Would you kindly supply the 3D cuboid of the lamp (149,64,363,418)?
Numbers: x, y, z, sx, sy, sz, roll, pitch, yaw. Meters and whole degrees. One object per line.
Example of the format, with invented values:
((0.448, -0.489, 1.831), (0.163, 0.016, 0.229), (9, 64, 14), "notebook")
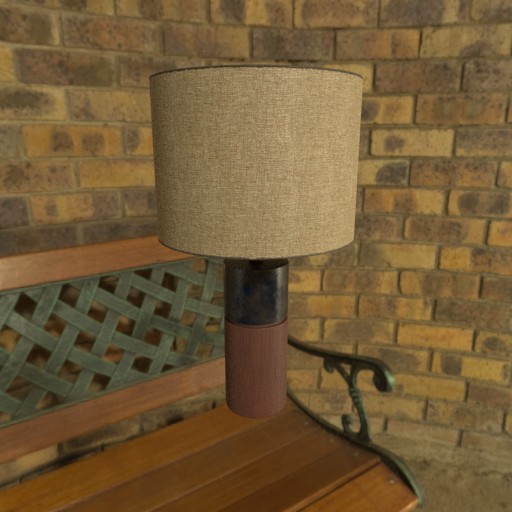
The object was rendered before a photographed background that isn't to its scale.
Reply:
((0.000, 0.000, 0.473), (0.202, 0.350, 0.202), (0, 15, 0), "lamp")
